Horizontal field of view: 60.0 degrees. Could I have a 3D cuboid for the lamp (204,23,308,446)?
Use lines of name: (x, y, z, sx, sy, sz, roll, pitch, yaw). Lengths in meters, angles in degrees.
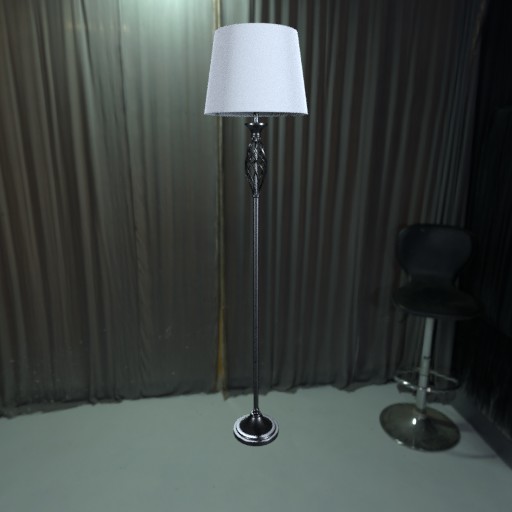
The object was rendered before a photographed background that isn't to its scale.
lamp: (0.000, 0.000, 1.770, 0.379, 1.623, 0.379, 0, 15, 0)
